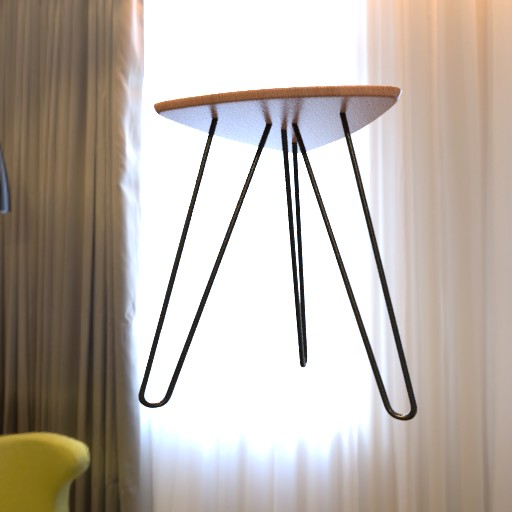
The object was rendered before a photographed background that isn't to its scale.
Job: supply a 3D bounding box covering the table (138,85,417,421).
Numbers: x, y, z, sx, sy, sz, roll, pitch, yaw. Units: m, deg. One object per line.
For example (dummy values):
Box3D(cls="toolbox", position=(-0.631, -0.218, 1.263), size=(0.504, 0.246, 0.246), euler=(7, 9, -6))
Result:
Box3D(cls="table", position=(0.000, 0.000, 0.886), size=(0.455, 0.564, 0.442), euler=(0, -1, -18))
